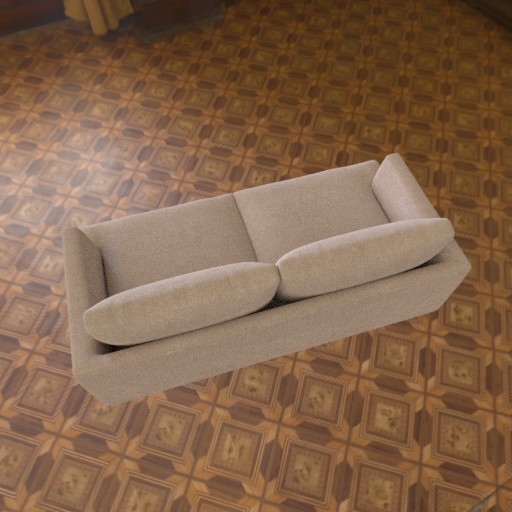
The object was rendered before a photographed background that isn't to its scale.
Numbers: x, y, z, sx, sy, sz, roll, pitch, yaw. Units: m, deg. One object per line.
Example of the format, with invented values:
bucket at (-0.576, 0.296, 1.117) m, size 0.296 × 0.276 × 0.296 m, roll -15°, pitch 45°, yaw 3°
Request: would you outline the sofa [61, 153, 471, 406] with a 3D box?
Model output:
sofa at (0.000, 0.000, 2.473) m, size 1.948 × 0.868 × 1.020 m, roll -14°, pitch 59°, yaw -9°
